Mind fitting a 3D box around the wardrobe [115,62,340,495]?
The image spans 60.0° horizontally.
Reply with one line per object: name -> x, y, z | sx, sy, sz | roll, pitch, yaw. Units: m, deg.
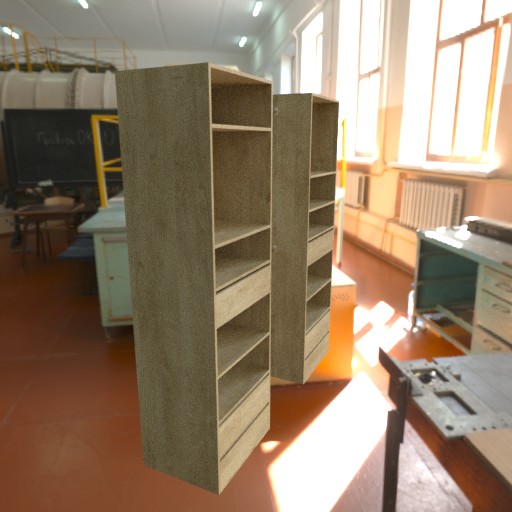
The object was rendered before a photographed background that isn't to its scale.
wardrobe -> 0.000, 0.000, 2.829 | 0.480, 2.000, 1.770 | 7, 16, 26
